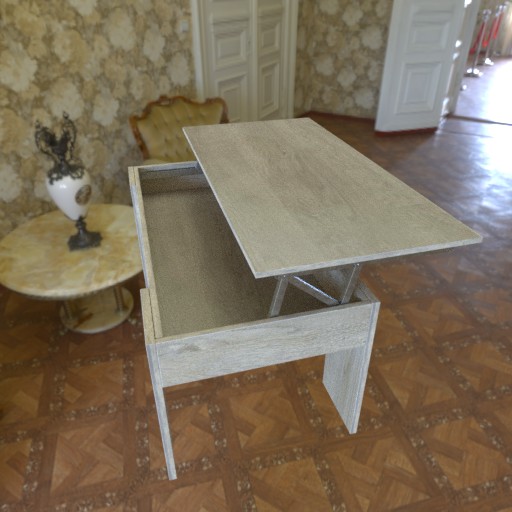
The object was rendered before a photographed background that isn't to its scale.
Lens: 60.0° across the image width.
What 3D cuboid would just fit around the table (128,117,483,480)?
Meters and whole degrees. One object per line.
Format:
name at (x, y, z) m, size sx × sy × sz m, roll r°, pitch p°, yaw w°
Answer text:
table at (0.000, 0.000, 1.407) m, size 0.711 × 0.570 × 1.000 m, roll -8°, pitch 33°, yaw -13°
